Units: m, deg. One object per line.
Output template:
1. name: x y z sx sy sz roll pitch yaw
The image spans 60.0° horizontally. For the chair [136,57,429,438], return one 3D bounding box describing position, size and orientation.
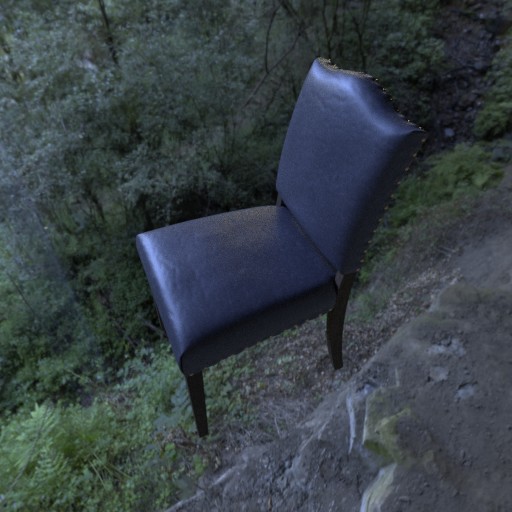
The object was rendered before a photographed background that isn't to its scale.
1. chair: 0.000 0.000 1.323 0.633 0.991 0.500 -17 48 -16
